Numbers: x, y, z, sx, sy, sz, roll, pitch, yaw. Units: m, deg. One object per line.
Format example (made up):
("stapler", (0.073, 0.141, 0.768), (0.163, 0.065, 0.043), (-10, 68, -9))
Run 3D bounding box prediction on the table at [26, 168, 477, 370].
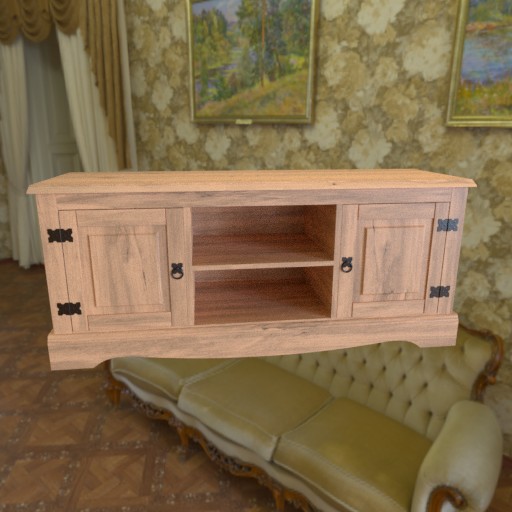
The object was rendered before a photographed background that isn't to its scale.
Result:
("table", (0.000, 0.000, 1.428), (1.200, 0.510, 0.400), (-2, 16, -7))
